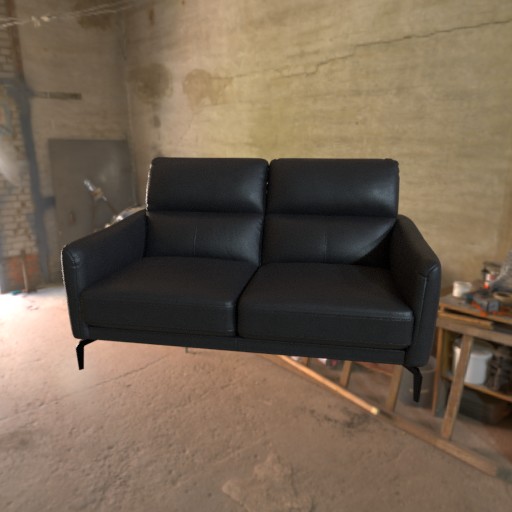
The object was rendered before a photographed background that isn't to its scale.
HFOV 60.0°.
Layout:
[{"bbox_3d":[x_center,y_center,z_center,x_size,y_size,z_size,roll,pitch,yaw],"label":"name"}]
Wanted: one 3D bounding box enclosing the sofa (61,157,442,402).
[{"bbox_3d":[0.000,0.000,2.184,1.596,0.920,0.958,3,15,10],"label":"sofa"}]
